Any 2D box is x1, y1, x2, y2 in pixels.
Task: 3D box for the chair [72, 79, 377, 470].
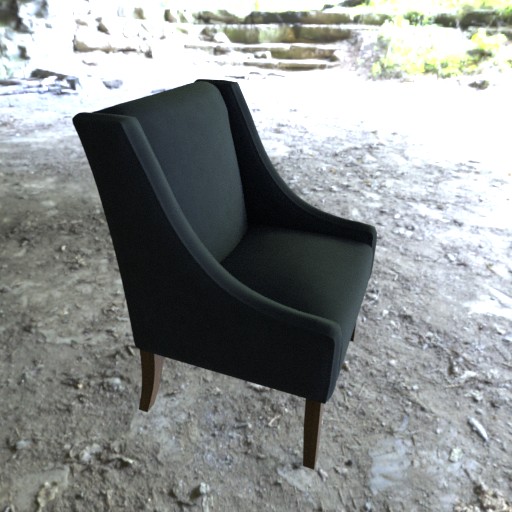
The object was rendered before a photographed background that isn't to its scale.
[{"bbox_3d":[0.000,0.000,1.309,0.629,0.895,0.629,11,31,19],"label":"chair"}]
